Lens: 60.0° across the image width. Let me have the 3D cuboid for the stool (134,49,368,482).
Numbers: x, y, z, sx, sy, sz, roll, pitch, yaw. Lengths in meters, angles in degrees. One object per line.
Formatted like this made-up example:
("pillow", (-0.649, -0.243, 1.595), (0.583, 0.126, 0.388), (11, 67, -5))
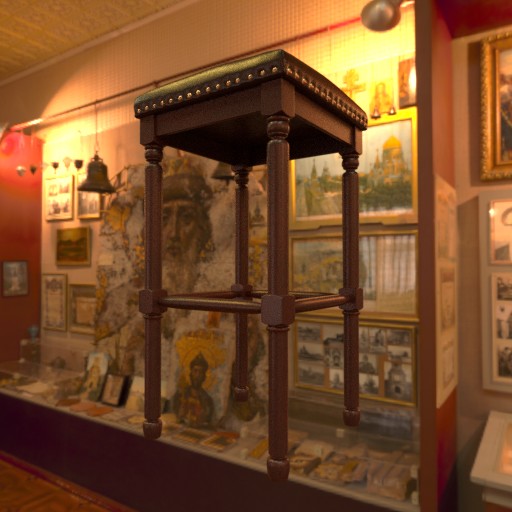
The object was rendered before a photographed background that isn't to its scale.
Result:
("stool", (0.000, 0.000, 0.985), (0.382, 0.768, 0.383), (-1, -2, 35))
